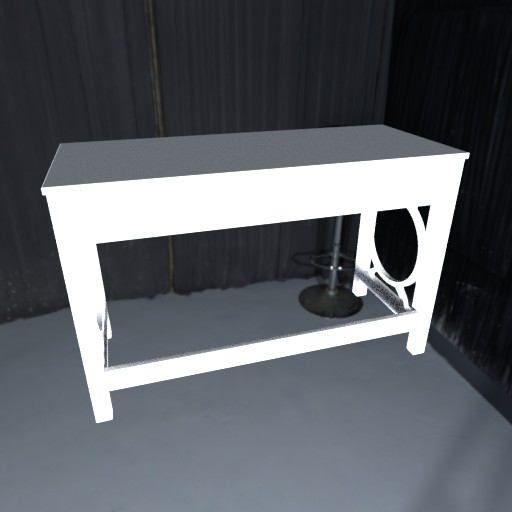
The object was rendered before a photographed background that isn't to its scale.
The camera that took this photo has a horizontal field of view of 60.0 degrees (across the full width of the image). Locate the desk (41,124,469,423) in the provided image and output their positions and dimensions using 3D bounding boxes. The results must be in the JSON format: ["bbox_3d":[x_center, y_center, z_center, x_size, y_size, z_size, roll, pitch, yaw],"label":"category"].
[{"bbox_3d":[0.000,0.000,1.565,1.191,0.762,0.504,-8,27,-15],"label":"desk"}]
